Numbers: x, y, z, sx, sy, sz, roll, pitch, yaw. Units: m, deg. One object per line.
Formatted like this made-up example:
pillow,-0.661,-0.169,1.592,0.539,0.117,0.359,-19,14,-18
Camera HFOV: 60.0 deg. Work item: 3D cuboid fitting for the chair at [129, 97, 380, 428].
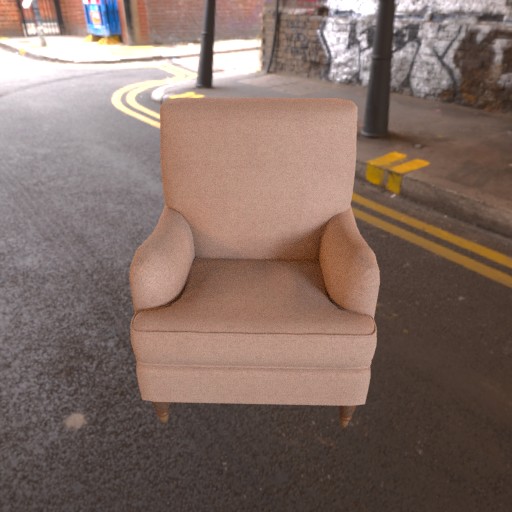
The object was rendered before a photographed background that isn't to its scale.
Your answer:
chair,0.000,0.000,1.844,0.879,1.119,0.953,1,30,1
